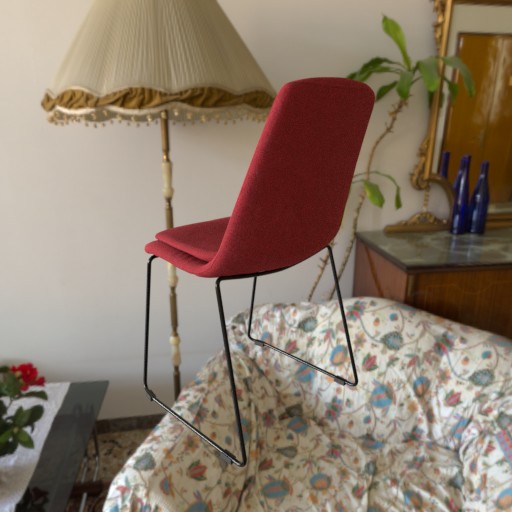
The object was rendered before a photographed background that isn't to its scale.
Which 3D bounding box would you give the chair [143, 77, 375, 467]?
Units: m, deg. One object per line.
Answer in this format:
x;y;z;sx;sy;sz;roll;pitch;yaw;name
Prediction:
0.000;0.000;1.185;0.479;0.858;0.518;-16;23;-42;chair
